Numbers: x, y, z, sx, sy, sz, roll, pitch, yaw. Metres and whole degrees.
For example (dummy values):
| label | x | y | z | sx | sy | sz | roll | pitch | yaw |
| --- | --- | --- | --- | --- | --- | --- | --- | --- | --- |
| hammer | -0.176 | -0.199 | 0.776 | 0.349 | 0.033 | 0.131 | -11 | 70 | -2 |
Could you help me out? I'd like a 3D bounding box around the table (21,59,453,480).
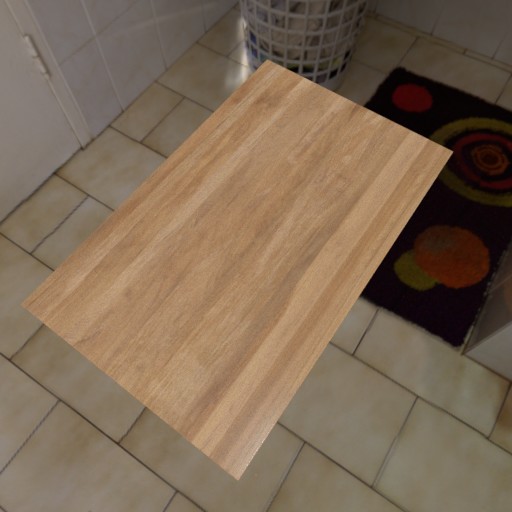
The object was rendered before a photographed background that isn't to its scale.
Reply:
| label | x | y | z | sx | sy | sz | roll | pitch | yaw |
| --- | --- | --- | --- | --- | --- | --- | --- | --- | --- |
| table | 0.000 | 0.000 | 1.439 | 0.692 | 0.441 | 1.100 | 33 | 68 | 15 |
